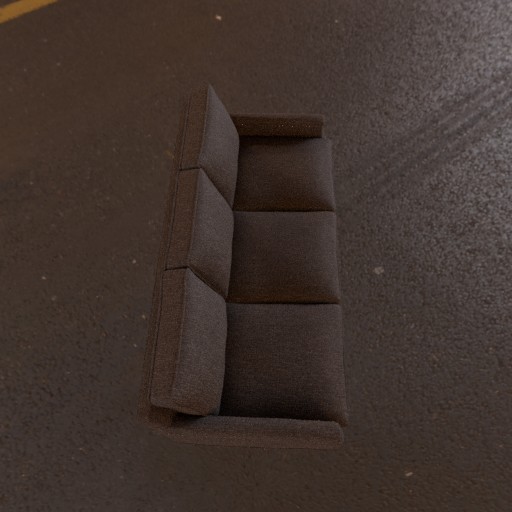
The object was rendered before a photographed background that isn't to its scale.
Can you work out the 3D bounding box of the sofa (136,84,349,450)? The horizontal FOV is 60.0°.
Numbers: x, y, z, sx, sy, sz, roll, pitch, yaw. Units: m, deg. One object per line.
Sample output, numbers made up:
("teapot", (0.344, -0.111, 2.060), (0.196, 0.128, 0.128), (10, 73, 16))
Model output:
("sofa", (0.000, 0.000, 2.869), (1.084, 1.003, 2.246), (2, 63, 1))
